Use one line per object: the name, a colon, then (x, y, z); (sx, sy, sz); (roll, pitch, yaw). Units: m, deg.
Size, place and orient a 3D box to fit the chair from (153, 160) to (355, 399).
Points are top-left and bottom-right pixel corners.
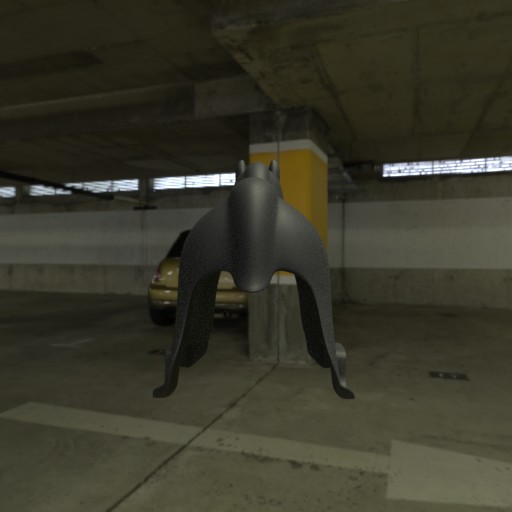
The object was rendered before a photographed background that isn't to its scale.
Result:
chair: (0.000, 0.000, 1.155); (0.429, 0.612, 0.800); (0, 0, 1)
